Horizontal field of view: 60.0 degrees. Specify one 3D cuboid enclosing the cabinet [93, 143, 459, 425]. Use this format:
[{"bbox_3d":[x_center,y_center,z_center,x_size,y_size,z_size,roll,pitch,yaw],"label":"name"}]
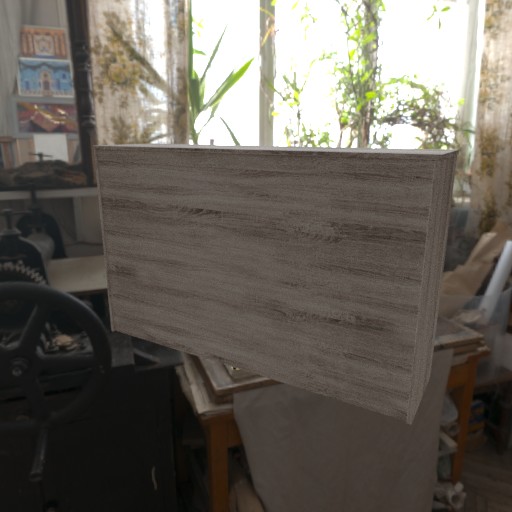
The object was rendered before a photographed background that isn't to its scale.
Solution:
[{"bbox_3d":[0.000,0.000,1.889,1.450,0.900,0.380,9,18,29],"label":"cabinet"}]
